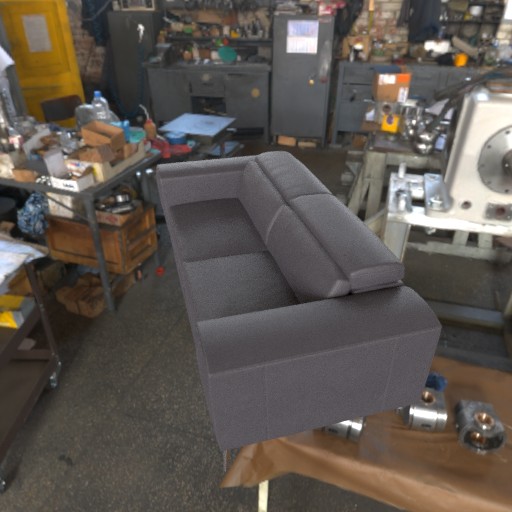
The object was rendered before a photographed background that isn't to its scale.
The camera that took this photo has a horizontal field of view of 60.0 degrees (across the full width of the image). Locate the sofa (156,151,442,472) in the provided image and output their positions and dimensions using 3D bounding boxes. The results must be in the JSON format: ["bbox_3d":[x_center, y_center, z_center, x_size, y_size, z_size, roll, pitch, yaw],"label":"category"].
[{"bbox_3d":[0.000,0.000,2.845,1.048,0.814,2.330,-8,33,-13],"label":"sofa"}]
